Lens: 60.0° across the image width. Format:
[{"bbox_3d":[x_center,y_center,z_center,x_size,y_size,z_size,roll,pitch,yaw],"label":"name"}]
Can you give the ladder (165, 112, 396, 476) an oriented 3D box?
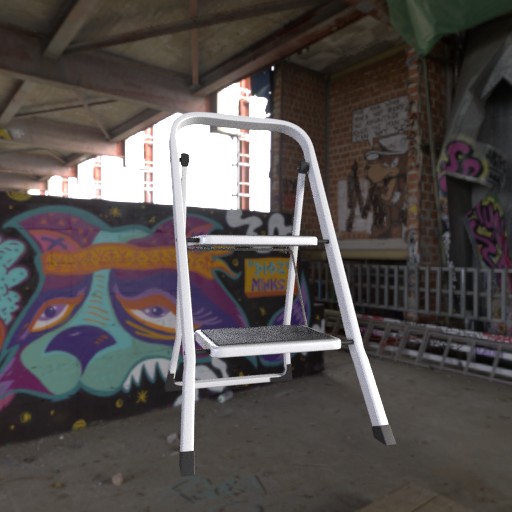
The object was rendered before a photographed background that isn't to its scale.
[{"bbox_3d":[0.000,0.000,1.141,0.460,0.810,0.544,0,0,-18],"label":"ladder"}]
